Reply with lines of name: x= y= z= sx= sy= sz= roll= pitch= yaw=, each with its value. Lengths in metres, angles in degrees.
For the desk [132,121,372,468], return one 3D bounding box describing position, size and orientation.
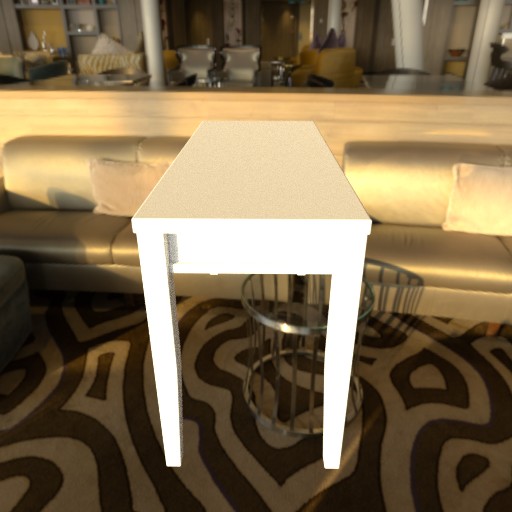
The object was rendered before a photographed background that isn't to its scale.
desk: x=0.000 y=0.000 z=1.650 sx=0.508 sy=0.775 sz=1.220 roll=0 pitch=26 yaw=1
